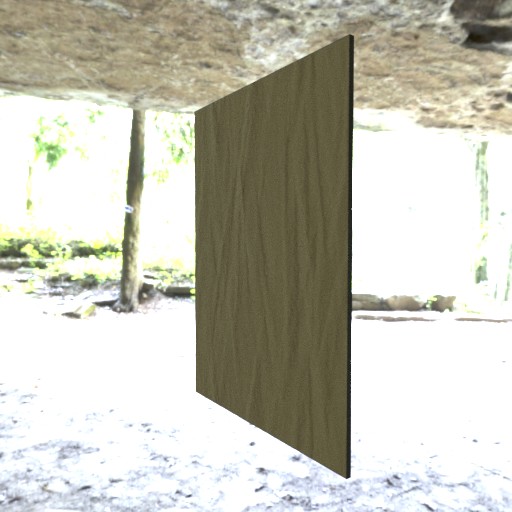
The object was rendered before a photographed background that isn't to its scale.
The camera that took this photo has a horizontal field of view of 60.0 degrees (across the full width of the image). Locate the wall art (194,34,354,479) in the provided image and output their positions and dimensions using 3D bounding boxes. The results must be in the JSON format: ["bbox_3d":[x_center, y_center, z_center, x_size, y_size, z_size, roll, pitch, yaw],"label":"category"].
[{"bbox_3d":[0.000,0.000,1.443,0.016,1.116,0.810,-1,2,-36],"label":"wall art"}]
